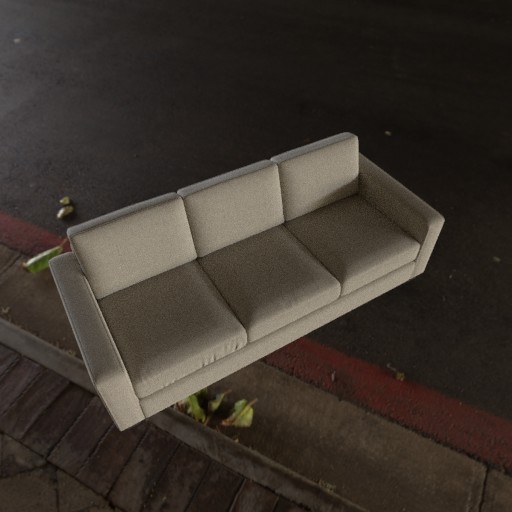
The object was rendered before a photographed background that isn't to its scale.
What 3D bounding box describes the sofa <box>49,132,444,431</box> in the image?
[{"bbox_3d":[0.000,0.000,2.667,2.160,0.800,0.900,-23,51,-20],"label":"sofa"}]
